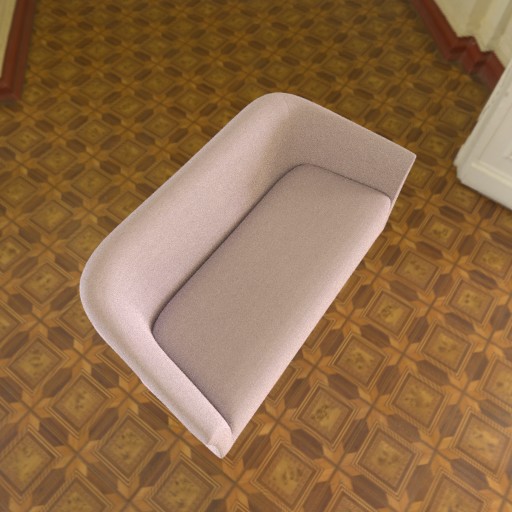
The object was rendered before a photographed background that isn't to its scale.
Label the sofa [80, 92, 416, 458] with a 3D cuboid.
[{"bbox_3d":[0.000,0.000,1.917,0.705,0.721,1.452,32,64,18],"label":"sofa"}]
